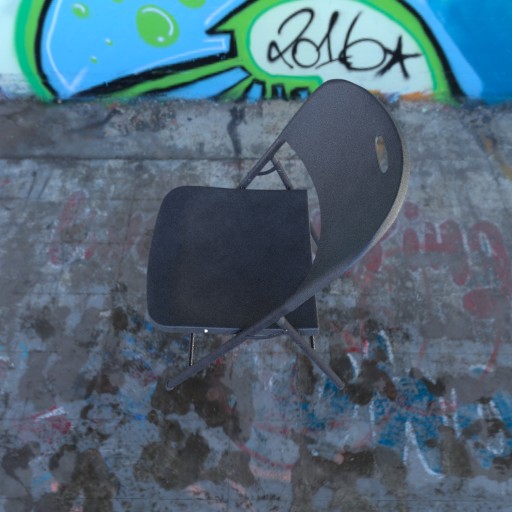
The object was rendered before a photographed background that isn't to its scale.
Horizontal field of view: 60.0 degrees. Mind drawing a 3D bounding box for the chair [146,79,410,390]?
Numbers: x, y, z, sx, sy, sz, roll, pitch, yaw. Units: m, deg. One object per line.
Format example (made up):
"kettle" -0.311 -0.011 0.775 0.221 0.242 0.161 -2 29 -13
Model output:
"chair" 0.000 0.000 1.166 0.567 0.810 0.494 0 59 0
